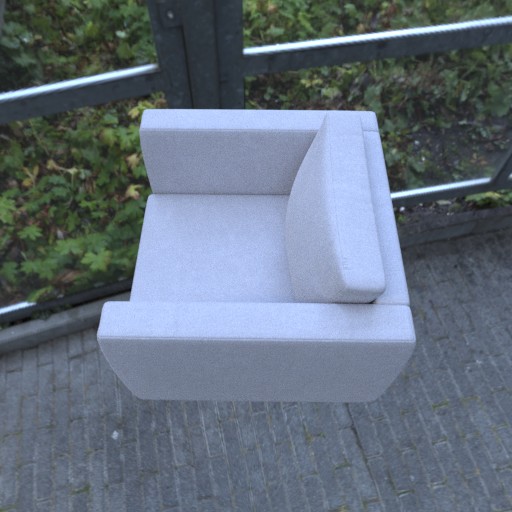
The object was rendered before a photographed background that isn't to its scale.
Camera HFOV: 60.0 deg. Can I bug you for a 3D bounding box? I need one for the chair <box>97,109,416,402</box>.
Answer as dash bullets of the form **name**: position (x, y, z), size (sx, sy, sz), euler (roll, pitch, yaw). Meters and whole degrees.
- **chair**: position (0.000, 0.000, 1.732), size (0.930, 0.860, 1.000), euler (1, 59, 0)
